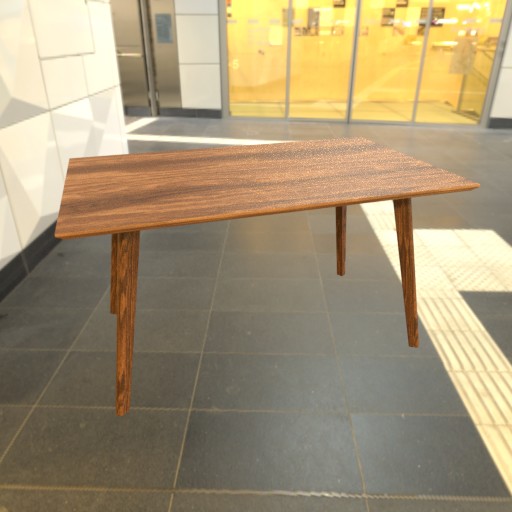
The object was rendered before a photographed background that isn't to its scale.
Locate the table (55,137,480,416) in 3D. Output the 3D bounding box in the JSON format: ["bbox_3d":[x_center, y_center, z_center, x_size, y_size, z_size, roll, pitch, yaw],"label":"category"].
[{"bbox_3d":[0.000,0.000,1.827,1.349,0.724,0.801,-8,28,-16],"label":"table"}]
